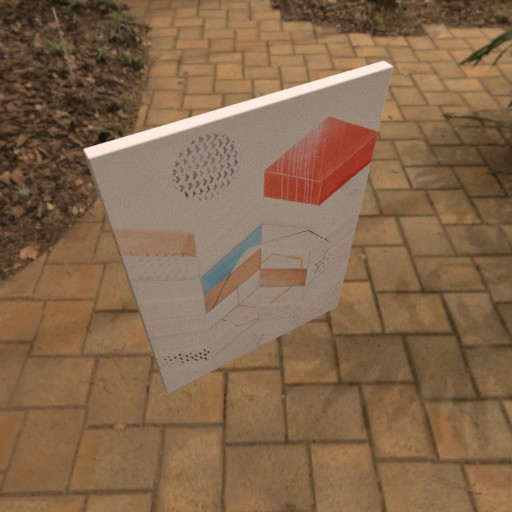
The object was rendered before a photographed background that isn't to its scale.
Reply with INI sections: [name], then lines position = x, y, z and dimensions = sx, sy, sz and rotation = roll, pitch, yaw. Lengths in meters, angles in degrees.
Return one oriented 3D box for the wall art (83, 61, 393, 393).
[wall art]
position = 0.000, 0.000, 1.352
dimensions = 0.759, 1.014, 0.045
rotation = -23, 52, -20
